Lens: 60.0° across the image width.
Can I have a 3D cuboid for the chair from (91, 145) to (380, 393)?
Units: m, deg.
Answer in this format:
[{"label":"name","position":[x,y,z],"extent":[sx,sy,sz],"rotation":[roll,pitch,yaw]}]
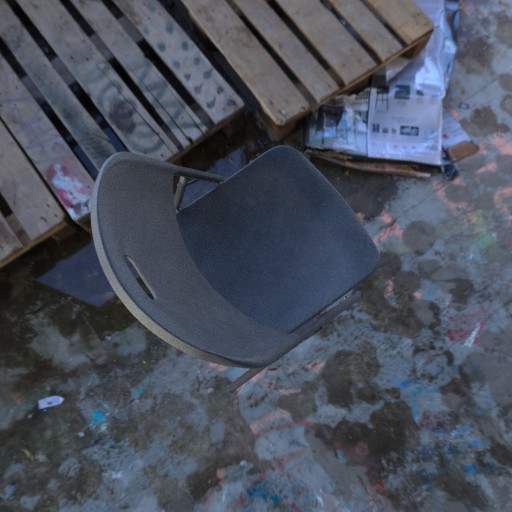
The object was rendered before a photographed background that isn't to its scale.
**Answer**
[{"label":"chair","position":[0.000,0.000,1.145],"extent":[0.567,0.810,0.494],"rotation":[-34,78,-9]}]
